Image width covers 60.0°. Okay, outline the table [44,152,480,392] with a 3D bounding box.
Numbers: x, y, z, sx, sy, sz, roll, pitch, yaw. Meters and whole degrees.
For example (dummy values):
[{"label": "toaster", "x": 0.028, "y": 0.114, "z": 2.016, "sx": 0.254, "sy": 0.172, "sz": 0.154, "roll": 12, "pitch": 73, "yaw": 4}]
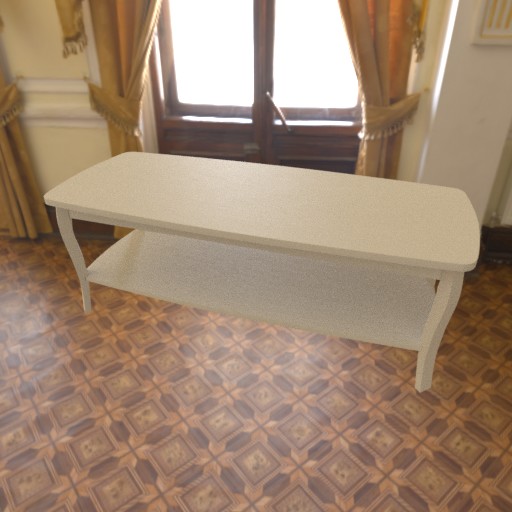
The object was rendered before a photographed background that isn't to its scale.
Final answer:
[{"label": "table", "x": 0.000, "y": 0.000, "z": 1.561, "sx": 1.334, "sy": 0.474, "sz": 0.561, "roll": 10, "pitch": 32, "yaw": 16}]
